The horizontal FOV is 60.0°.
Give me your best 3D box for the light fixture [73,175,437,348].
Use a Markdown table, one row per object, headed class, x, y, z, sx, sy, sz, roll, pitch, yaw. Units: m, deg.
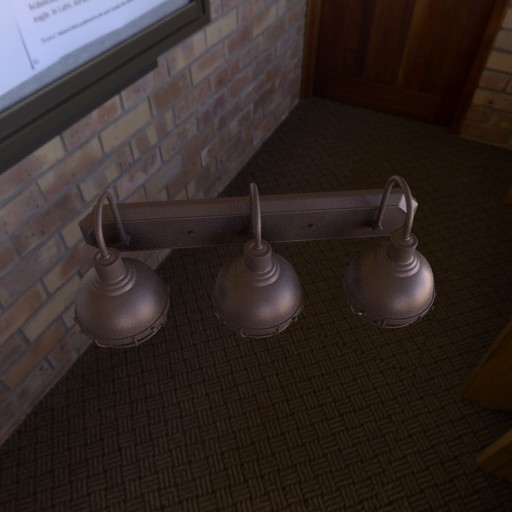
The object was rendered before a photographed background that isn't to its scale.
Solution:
| class | x | y | z | sx | sy | sz | roll | pitch | yaw |
| --- | --- | --- | --- | --- | --- | --- | --- | --- | --- |
| light fixture | 0.000 | 0.000 | 0.765 | 0.634 | 0.254 | 0.229 | -4 | 48 | -3 |
